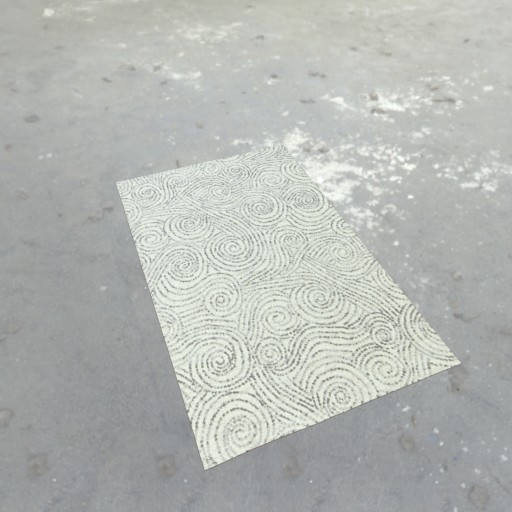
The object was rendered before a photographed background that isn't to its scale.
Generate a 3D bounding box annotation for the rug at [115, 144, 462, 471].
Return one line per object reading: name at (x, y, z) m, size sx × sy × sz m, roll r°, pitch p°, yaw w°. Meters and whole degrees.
rug at (0.000, 0.000, 3.089) m, size 1.524 × 0.005 × 2.439 m, roll -16°, pitch 49°, yaw -15°
